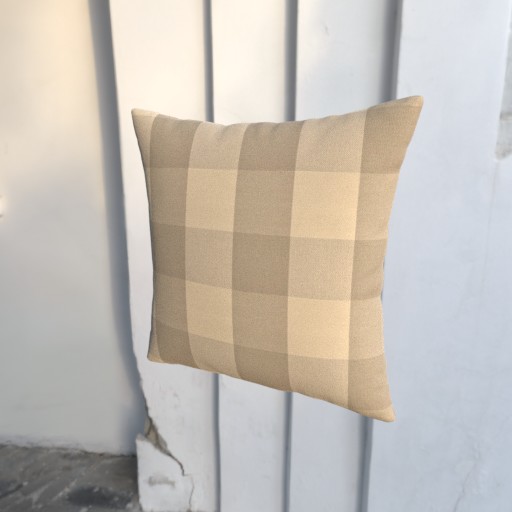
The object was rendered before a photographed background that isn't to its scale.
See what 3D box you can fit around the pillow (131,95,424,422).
[{"bbox_3d":[0.000,0.000,0.775,0.511,0.509,0.161,7,15,25],"label":"pillow"}]
